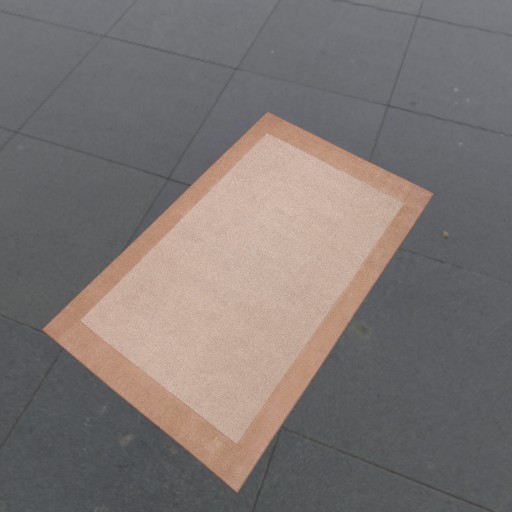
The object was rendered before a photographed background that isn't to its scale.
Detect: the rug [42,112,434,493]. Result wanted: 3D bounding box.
[{"bbox_3d":[0.000,0.000,3.031,1.524,0.014,2.438,32,64,18],"label":"rug"}]
